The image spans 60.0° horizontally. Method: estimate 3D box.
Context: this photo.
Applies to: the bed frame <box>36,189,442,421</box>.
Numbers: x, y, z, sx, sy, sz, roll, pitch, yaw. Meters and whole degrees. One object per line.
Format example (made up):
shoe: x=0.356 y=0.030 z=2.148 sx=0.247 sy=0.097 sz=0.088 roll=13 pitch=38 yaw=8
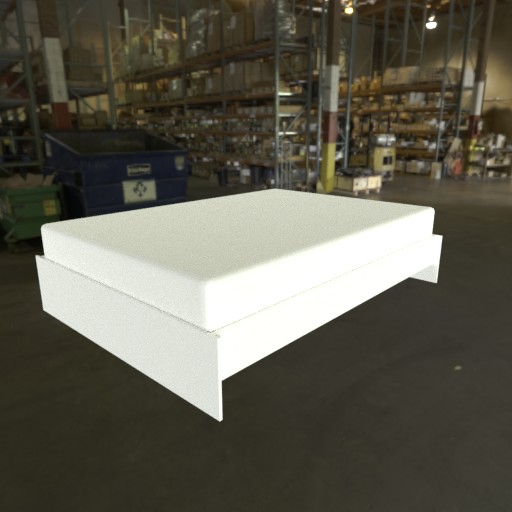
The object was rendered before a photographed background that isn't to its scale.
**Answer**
bed frame: x=0.000 y=0.000 z=2.630 sx=1.445 sy=0.497 sz=1.945 roll=14 pitch=22 yaw=41
